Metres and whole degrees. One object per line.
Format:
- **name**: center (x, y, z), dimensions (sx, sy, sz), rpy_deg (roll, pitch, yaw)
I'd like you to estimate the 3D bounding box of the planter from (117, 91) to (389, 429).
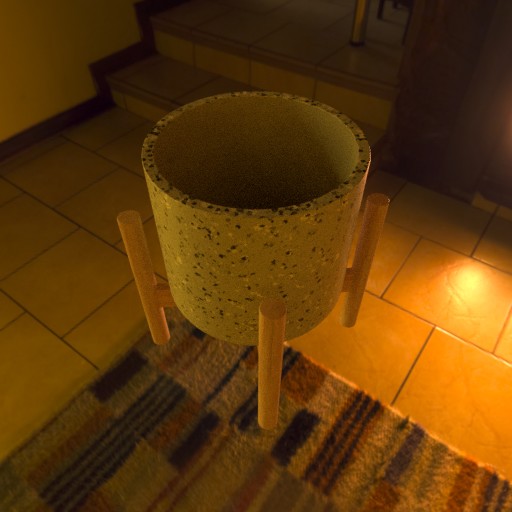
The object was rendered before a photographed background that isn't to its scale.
- **planter**: center (0.000, 0.000, 0.552), dimensions (0.284, 0.320, 0.284), rpy_deg (12, 47, 11)
